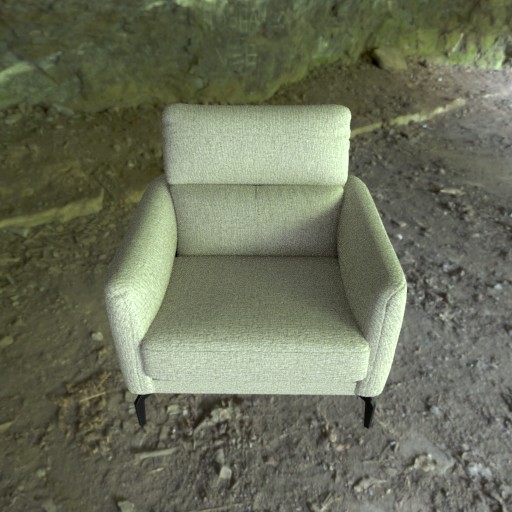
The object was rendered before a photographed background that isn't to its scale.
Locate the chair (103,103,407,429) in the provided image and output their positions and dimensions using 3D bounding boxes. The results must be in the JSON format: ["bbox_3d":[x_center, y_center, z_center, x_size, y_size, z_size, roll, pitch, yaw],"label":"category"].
[{"bbox_3d":[0.000,0.000,1.682,0.972,0.967,0.835,0,31,1],"label":"chair"}]
